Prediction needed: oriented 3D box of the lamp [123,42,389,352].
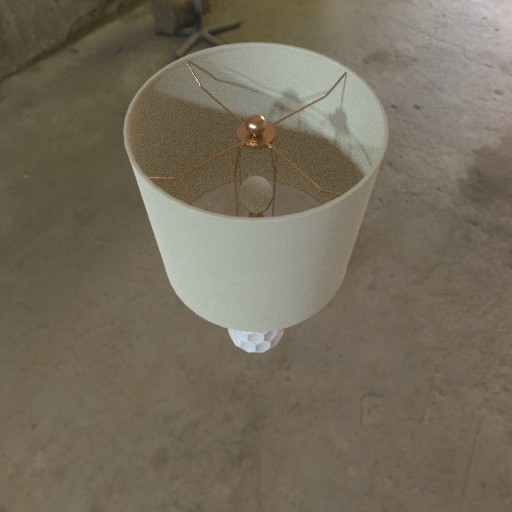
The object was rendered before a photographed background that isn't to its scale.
[{"bbox_3d":[0.000,0.000,0.692,0.277,0.537,0.277,0,57,0],"label":"lamp"}]
